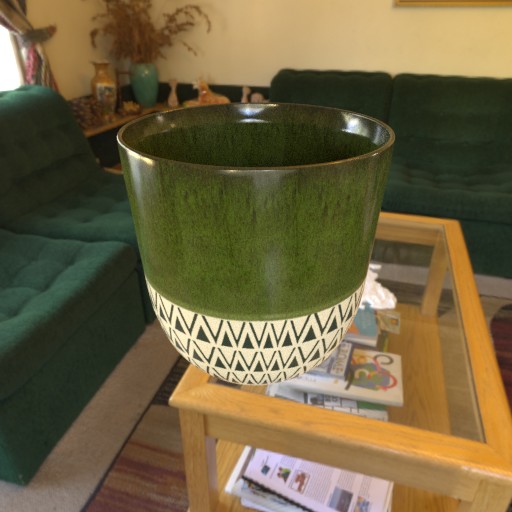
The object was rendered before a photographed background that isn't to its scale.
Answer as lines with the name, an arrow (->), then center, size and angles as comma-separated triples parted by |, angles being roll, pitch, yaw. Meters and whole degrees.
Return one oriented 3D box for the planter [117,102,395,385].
planter -> 0.000, 0.000, 0.469 | 0.245, 0.270, 0.245 | 0, 29, 0
